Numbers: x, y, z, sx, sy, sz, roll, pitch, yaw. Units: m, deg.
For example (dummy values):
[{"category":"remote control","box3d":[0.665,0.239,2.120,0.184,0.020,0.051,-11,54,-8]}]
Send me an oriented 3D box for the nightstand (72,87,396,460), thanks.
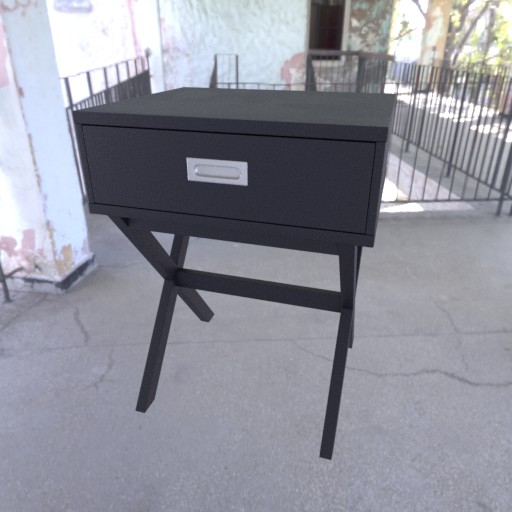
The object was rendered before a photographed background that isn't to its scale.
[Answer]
[{"category":"nightstand","box3d":[0.000,0.000,0.938,0.479,0.623,0.402,8,27,15]}]
